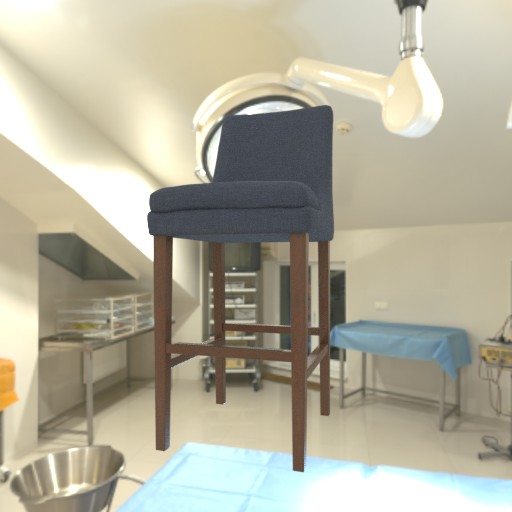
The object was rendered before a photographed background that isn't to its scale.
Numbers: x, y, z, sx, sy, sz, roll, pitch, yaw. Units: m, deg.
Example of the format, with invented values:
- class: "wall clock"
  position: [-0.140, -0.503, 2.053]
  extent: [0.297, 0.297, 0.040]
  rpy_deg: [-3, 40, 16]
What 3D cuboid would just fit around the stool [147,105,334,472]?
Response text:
- class: "stool"
  position: [0.000, 0.000, 1.409]
  extent: [0.470, 1.078, 0.577]
  rpy_deg: [0, -1, 18]
